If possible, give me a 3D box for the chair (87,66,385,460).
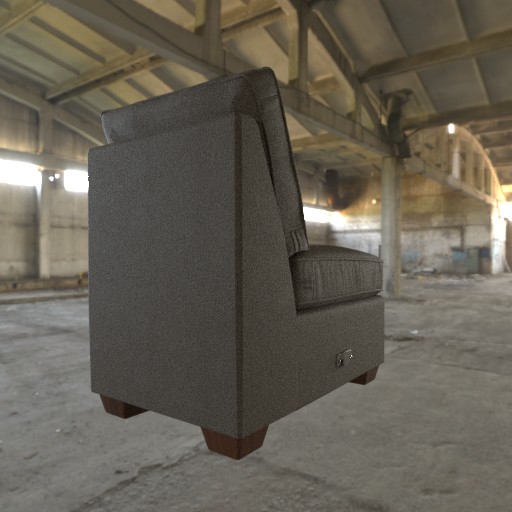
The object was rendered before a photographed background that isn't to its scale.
[{"bbox_3d":[0.000,0.000,1.551,0.621,0.970,0.938,0,0,37],"label":"chair"}]
